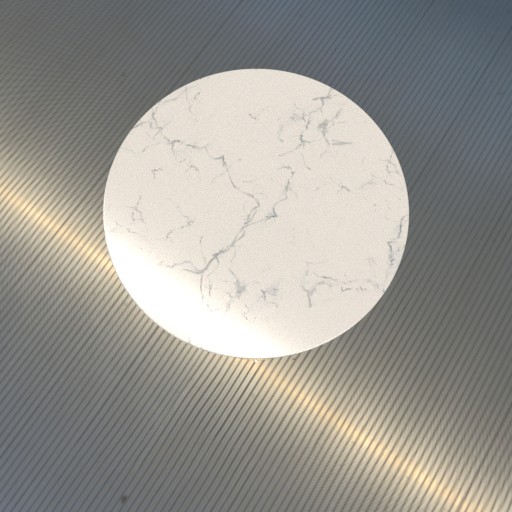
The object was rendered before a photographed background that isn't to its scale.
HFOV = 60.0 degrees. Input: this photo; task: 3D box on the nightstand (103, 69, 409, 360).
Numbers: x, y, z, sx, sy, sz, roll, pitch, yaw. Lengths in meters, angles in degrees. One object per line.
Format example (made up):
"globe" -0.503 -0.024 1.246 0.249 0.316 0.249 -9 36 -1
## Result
"nightstand" 0.000 0.000 0.877 0.400 0.610 0.400 -12 77 -3
